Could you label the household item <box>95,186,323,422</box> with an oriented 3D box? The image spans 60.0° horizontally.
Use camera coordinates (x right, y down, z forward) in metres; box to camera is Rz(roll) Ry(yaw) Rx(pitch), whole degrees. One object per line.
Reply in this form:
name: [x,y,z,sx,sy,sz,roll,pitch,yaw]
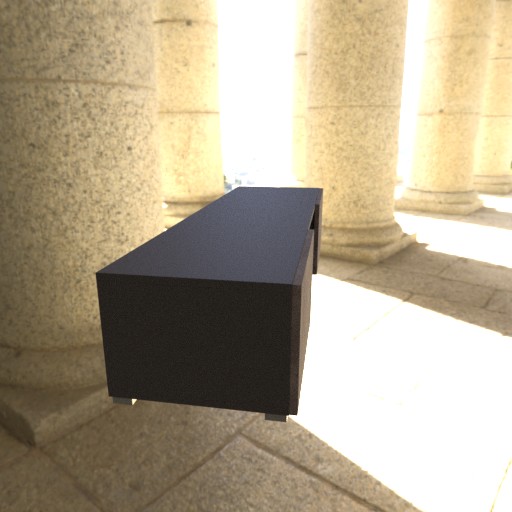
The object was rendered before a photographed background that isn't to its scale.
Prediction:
household item: [0.000,0.000,1.574,0.420,0.310,1.400,3,16,10]
